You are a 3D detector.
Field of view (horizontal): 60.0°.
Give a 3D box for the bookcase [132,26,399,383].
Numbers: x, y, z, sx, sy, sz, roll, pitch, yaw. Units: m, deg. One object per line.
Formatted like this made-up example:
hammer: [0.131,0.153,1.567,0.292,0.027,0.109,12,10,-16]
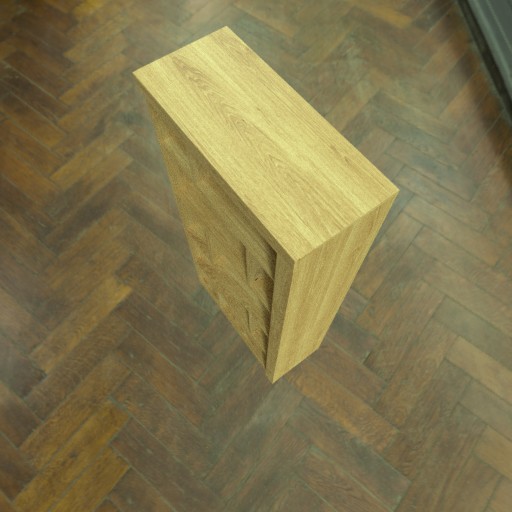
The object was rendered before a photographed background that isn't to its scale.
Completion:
bookcase: [0.000,0.000,2.412,0.420,2.020,0.950,-34,69,-15]
